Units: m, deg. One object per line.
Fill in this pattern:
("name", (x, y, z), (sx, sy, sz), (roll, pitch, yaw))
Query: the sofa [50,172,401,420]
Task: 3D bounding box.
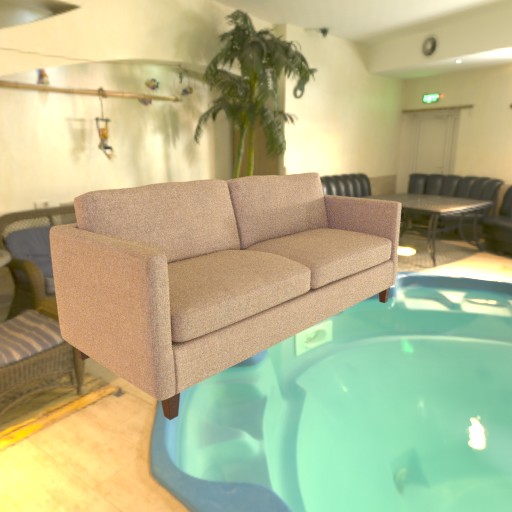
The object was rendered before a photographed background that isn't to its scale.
("sofa", (0.000, 0.000, 2.834), (0.951, 0.965, 2.208), (13, 19, 41))
